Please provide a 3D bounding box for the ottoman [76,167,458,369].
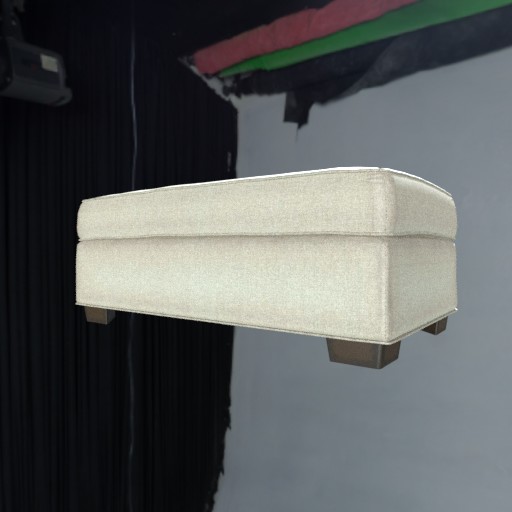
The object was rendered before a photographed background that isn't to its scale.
[{"bbox_3d":[0.000,0.000,1.432,1.097,0.448,0.617,1,1,36],"label":"ottoman"}]
